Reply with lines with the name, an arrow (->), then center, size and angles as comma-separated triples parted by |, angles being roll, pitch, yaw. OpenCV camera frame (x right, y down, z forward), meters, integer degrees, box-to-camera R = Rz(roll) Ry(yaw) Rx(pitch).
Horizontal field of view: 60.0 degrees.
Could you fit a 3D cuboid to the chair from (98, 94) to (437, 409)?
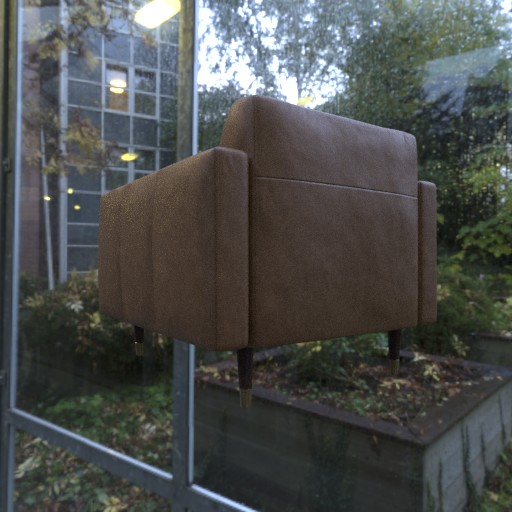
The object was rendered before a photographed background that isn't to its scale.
chair -> 0.000, 0.000, 1.680 | 0.953, 0.819, 0.998 | 0, -1, -35
